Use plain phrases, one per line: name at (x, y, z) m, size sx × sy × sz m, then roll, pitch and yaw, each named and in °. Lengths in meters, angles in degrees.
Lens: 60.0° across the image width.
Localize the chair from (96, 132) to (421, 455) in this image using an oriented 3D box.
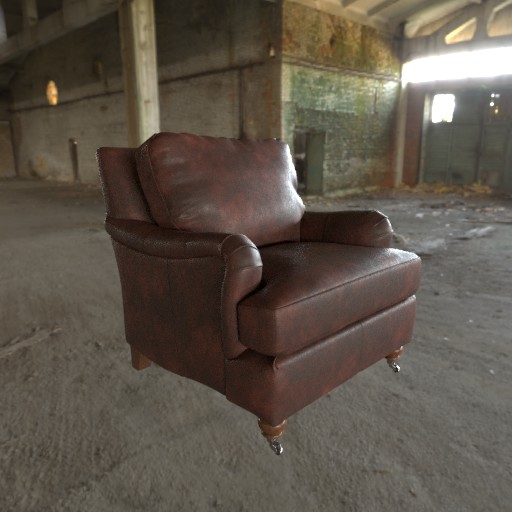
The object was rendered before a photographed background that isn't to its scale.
chair at (0.000, 0.000, 1.970) m, size 0.987 × 1.051 × 1.156 m, roll -13°, pitch 18°, yaw -43°
